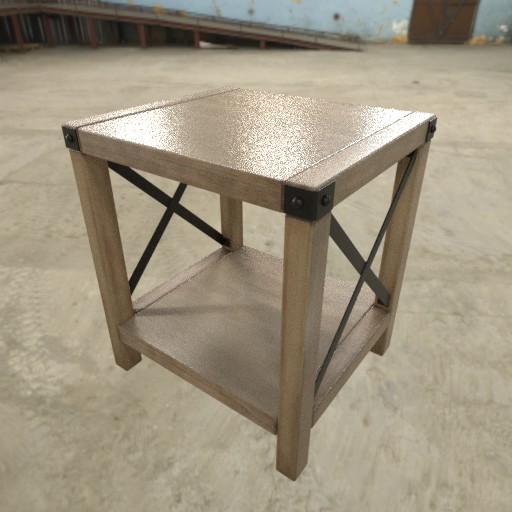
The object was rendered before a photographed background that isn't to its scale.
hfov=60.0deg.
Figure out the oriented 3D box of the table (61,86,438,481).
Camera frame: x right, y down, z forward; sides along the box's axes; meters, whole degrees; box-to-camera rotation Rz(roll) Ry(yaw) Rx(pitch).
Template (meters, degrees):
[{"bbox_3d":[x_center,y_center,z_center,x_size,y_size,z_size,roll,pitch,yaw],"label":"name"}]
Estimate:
[{"bbox_3d":[0.000,0.000,0.920,0.510,0.561,0.459,21,36,31],"label":"table"}]
